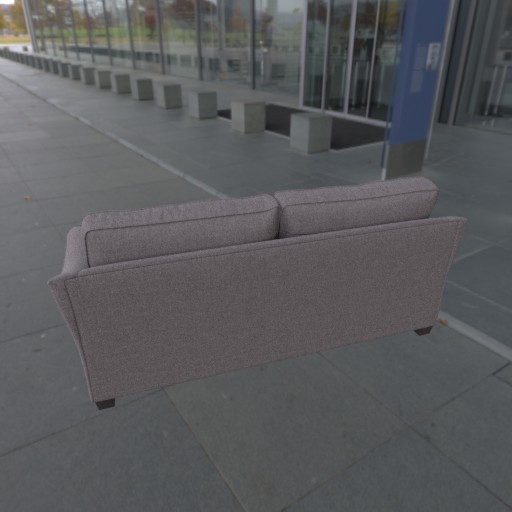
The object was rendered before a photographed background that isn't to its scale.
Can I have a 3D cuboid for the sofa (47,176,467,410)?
[{"bbox_3d":[0.000,0.000,2.732,2.203,0.976,1.013,-9,28,-17],"label":"sofa"}]
